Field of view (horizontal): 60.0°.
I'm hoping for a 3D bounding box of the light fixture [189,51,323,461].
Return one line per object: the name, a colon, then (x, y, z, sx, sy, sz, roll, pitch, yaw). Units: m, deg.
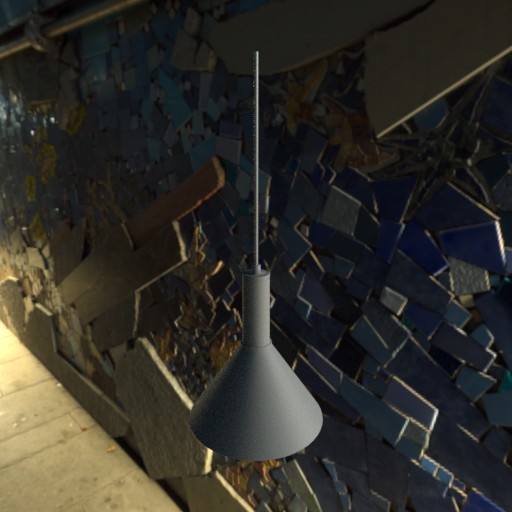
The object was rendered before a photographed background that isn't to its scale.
light fixture: (0.000, 0.000, 0.806, 0.267, 0.683, 0.267, -8, 18, -26)
